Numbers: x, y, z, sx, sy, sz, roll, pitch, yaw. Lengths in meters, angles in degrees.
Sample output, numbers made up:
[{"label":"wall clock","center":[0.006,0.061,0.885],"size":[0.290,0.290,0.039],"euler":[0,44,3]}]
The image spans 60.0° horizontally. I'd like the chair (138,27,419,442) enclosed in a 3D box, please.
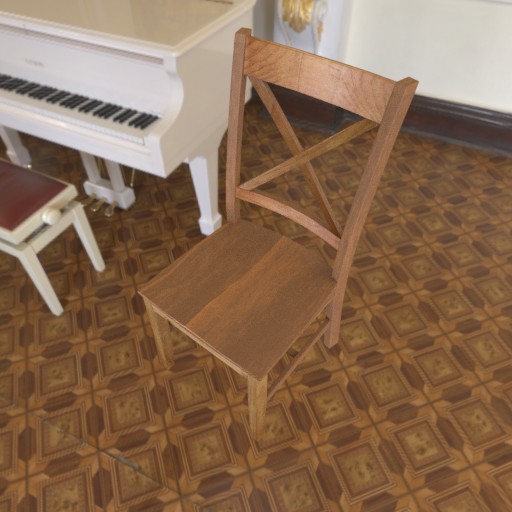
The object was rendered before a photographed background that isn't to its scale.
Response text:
[{"label":"chair","center":[0.000,0.000,1.261],"size":[0.485,0.983,0.542],"euler":[30,54,25]}]
